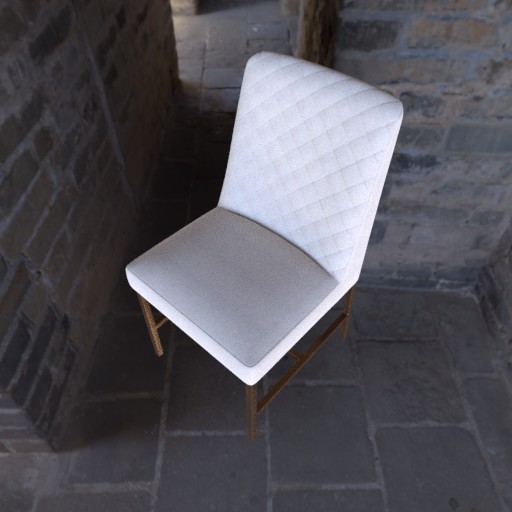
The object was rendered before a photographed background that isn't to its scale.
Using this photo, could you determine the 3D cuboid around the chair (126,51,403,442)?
[{"bbox_3d":[0.000,0.000,1.308,0.503,0.933,0.597,33,55,27],"label":"chair"}]
